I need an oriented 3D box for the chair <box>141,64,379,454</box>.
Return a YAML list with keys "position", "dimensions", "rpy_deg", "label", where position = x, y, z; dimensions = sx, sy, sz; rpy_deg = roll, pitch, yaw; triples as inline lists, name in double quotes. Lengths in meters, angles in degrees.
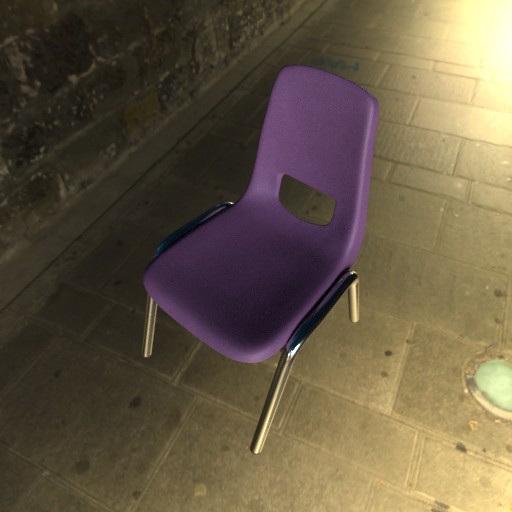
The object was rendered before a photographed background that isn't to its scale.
- position: [0.000, 0.000, 0.847]
  dimensions: [0.356, 0.584, 0.419]
  rpy_deg: [32, 55, 26]
  label: "chair"
